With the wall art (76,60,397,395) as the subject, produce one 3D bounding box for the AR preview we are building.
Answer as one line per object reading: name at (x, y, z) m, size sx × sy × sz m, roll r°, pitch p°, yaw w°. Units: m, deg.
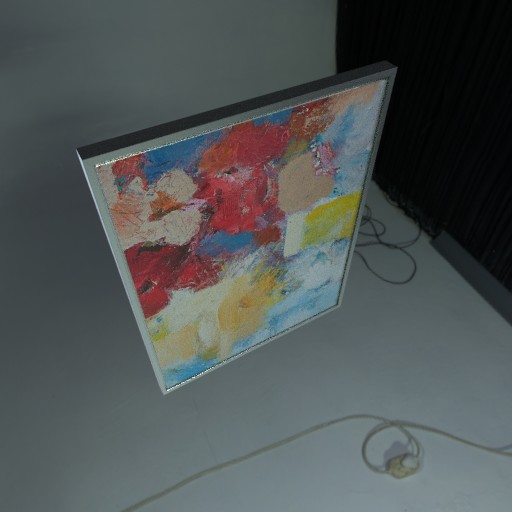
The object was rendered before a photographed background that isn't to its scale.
wall art at (0.000, 0.000, 0.766) m, size 0.444 × 0.569 × 0.025 m, roll -23°, pitch 52°, yaw -20°
